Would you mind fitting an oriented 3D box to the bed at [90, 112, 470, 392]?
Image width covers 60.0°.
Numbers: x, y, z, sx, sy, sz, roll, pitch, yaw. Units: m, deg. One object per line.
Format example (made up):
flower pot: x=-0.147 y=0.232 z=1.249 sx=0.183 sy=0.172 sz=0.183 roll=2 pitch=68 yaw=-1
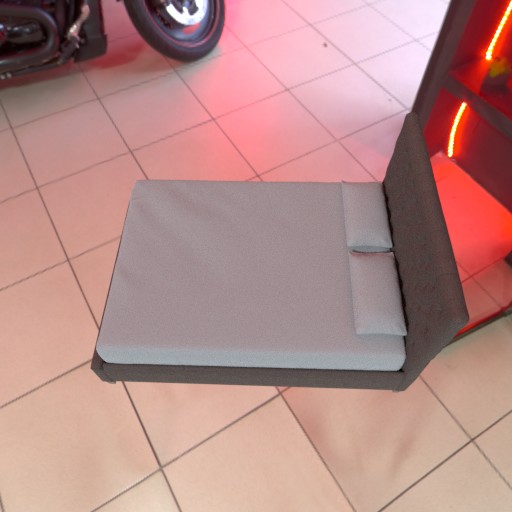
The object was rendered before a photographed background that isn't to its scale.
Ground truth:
bed: x=0.000 y=0.000 z=3.421 sx=2.387 sy=1.427 sz=1.698 roll=1 pitch=57 yaw=1
